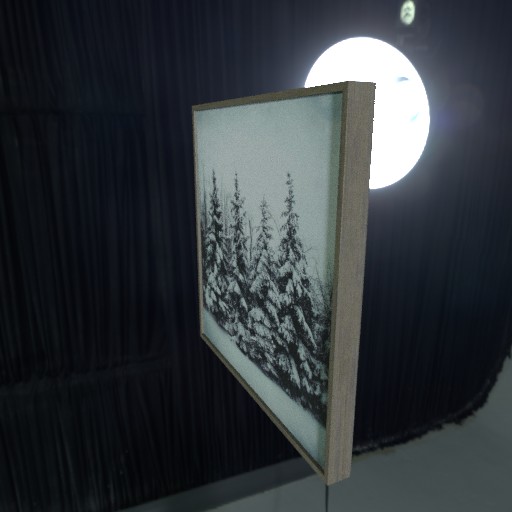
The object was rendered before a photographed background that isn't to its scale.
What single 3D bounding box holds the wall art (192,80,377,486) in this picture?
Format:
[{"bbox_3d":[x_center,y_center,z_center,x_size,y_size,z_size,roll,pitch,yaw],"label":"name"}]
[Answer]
[{"bbox_3d":[0.000,0.000,0.751,0.037,0.507,0.507,-8,17,-25],"label":"wall art"}]
